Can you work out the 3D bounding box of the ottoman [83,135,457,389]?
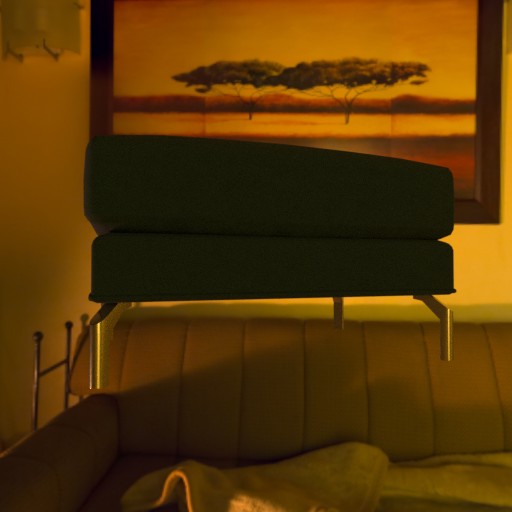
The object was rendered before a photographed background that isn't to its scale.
[{"bbox_3d":[0.000,0.000,1.193,0.835,0.498,0.587,0,-1,-18],"label":"ottoman"}]
